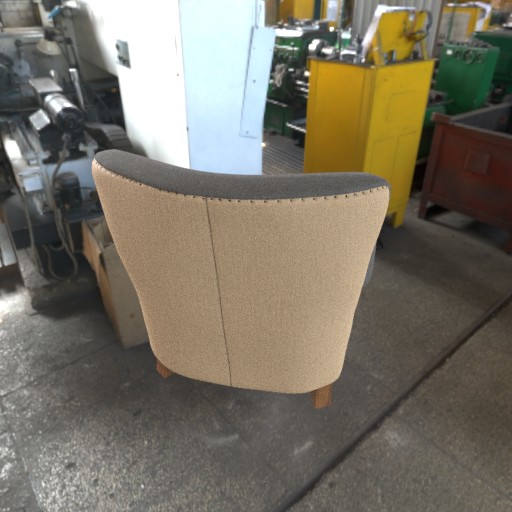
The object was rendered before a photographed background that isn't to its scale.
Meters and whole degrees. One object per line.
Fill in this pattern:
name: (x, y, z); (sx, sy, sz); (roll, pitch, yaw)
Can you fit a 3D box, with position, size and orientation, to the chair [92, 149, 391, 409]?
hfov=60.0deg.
chair: (0.000, 0.000, 1.661); (0.861, 0.936, 0.921); (8, 32, 13)
